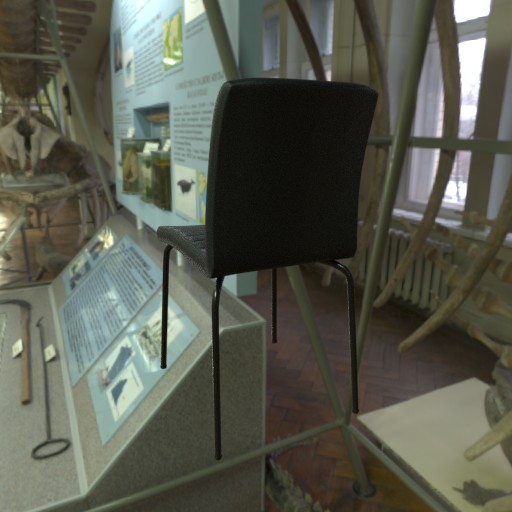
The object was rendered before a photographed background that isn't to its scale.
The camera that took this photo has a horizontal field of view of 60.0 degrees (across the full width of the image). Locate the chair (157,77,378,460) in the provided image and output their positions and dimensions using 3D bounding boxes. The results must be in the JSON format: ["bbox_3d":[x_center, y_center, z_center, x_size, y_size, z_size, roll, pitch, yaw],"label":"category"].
[{"bbox_3d":[0.000,0.000,1.245,0.450,0.872,0.572,-7,17,-25],"label":"chair"}]
